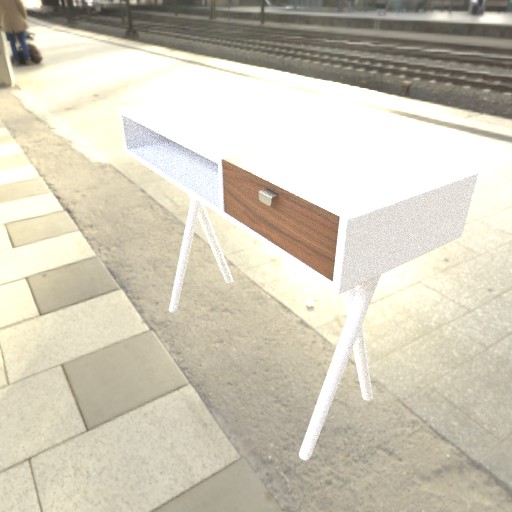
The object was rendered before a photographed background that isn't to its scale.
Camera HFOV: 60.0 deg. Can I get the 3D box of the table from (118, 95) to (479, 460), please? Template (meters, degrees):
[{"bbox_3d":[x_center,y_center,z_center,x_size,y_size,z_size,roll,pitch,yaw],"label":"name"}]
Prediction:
[{"bbox_3d":[0.000,0.000,1.421,0.418,0.785,1.066,-20,36,-30],"label":"table"}]
